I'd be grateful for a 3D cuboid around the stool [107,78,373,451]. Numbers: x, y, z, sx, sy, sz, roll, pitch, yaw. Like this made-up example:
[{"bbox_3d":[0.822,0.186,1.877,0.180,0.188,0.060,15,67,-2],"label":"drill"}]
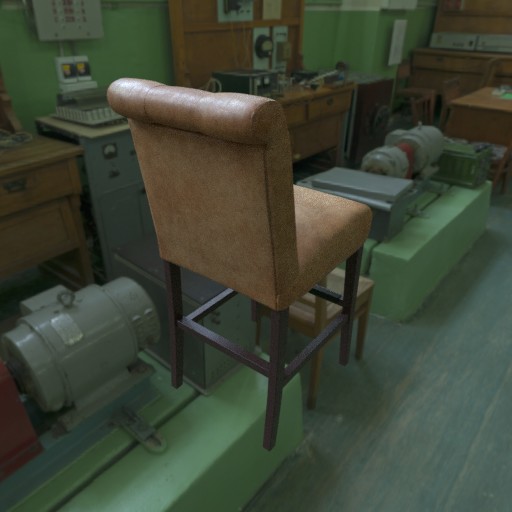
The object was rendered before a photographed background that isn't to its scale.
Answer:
[{"bbox_3d":[0.000,0.000,1.365,0.493,1.047,0.601,21,36,32],"label":"stool"}]
